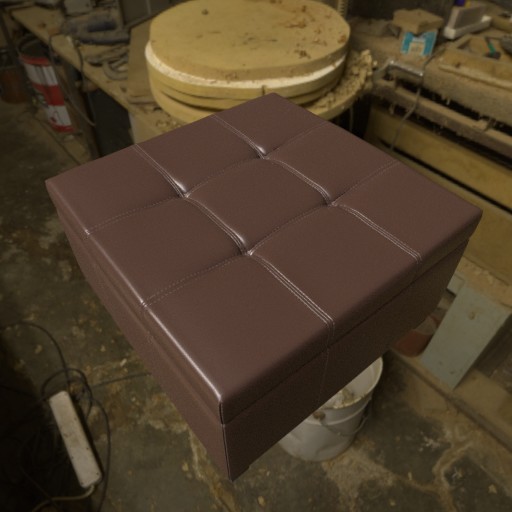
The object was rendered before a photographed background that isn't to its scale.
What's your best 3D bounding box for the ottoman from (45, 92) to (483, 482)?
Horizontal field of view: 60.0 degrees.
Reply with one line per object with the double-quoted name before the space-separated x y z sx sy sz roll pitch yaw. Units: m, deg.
"ottoman" 0.000 0.000 1.246 0.788 0.460 0.787 -30 53 -26
